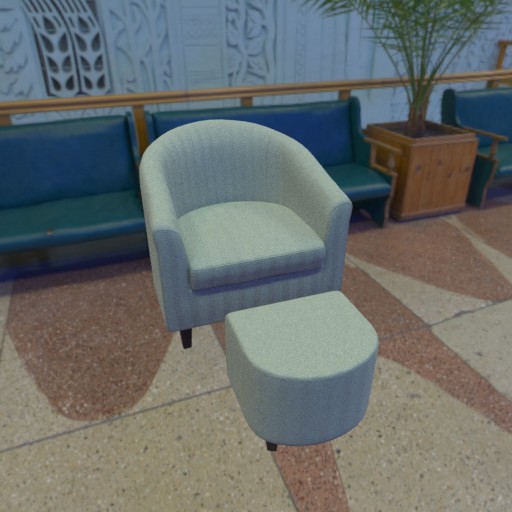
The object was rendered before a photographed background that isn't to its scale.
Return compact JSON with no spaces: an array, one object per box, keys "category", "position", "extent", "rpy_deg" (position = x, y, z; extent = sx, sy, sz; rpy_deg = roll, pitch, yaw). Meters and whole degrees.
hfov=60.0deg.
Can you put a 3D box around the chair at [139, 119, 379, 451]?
[{"category":"chair","position":[0.000,0.000,1.691],"extent":[0.756,0.757,1.288],"rpy_deg":[-10,31,-17]}]
